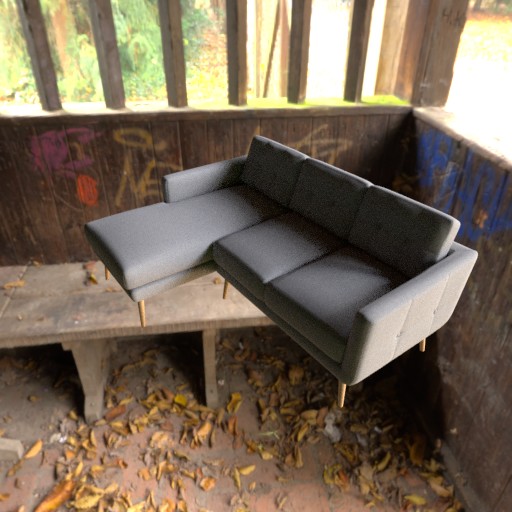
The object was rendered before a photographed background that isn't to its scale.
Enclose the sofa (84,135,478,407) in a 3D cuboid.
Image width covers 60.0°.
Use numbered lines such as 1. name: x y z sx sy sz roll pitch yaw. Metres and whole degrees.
1. sofa: 0.000 0.000 2.777 1.530 0.860 2.040 -21 38 -30
